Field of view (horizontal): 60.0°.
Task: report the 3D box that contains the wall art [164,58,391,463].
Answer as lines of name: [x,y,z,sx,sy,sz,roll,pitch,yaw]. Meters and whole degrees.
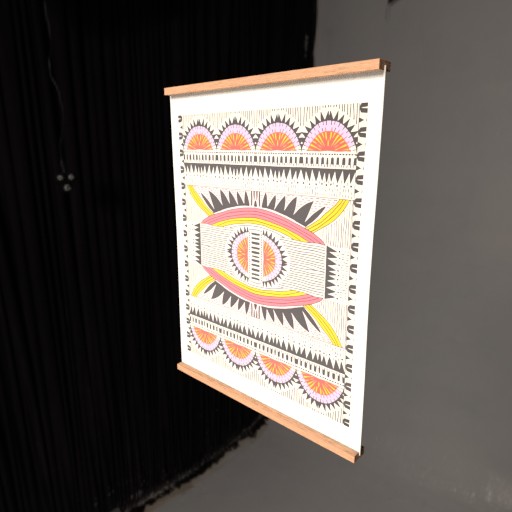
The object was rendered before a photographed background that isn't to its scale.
wall art: [0.000,0.000,0.699,0.403,0.527,0.028,13,19,41]
